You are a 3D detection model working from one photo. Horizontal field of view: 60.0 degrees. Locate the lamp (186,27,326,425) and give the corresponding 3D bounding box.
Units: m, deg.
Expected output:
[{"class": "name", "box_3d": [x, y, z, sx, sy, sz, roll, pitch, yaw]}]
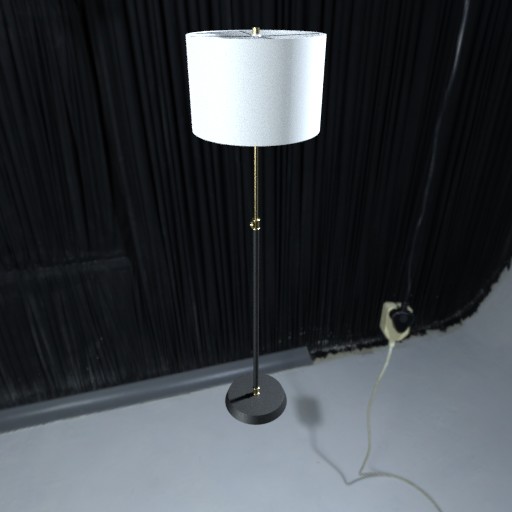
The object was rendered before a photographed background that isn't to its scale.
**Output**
[{"class": "lamp", "box_3d": [0.000, 0.000, 1.655, 0.404, 1.517, 0.404, -8, 31, -14]}]
